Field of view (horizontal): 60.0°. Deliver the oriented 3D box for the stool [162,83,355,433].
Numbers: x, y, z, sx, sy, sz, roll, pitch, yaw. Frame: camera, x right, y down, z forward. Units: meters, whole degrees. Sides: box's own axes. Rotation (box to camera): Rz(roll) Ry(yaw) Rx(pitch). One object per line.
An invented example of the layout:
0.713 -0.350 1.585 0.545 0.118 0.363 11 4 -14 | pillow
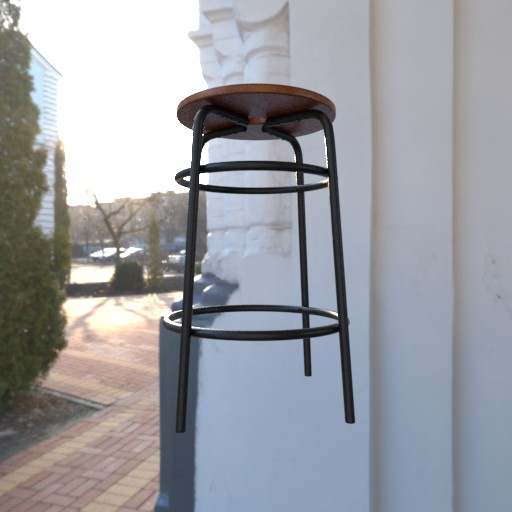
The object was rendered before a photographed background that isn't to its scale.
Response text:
0.000 0.000 0.947 0.455 0.610 0.455 0 1 37 | stool
